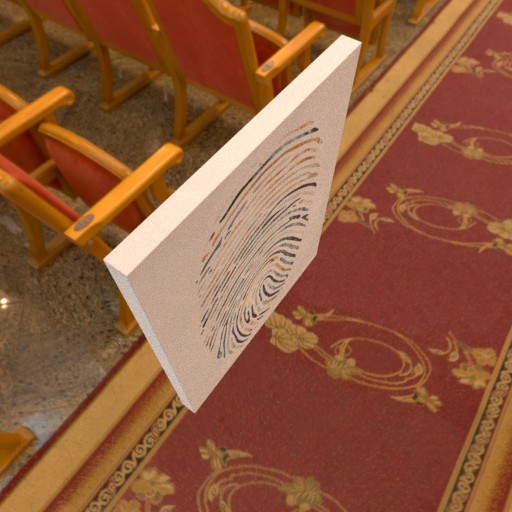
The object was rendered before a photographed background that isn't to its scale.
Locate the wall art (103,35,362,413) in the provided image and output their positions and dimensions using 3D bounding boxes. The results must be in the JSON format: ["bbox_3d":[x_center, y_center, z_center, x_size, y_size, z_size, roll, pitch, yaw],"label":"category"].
[{"bbox_3d":[0.000,0.000,0.831,0.037,0.606,0.508,31,63,18],"label":"wall art"}]
